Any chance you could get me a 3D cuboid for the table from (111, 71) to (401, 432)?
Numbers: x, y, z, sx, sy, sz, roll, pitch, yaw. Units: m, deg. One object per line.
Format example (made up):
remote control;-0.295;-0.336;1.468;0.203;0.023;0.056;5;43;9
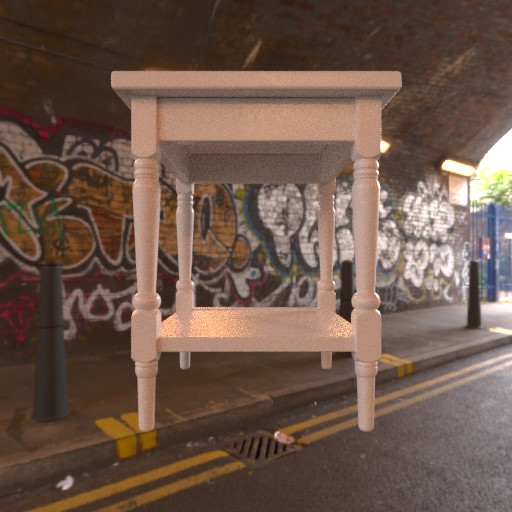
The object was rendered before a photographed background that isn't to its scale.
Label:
table;0.000;0.000;0.917;0.442;0.565;0.488;0;0;0
